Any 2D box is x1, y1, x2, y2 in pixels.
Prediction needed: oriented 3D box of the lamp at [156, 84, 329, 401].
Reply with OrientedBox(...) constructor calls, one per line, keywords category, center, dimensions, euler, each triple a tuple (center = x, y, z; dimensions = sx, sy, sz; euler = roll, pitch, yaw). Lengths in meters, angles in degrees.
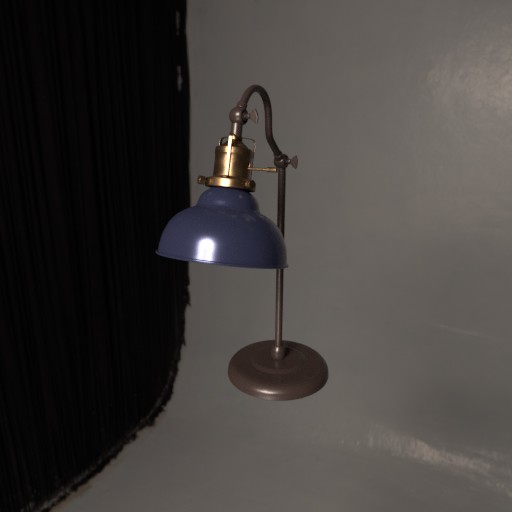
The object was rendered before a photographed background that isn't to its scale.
OrientedBox(category="lamp", center=(0.000, 0.000, 0.702), dimensions=(0.192, 0.508, 0.374), euler=(8, 18, 26))
